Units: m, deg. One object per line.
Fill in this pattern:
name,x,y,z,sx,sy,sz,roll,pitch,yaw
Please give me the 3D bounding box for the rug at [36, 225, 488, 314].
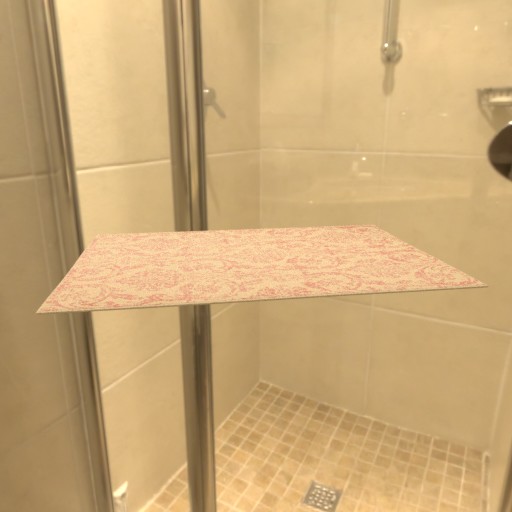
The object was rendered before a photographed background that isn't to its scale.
rug,0.000,0.000,3.504,2.746,0.018,1.819,-3,17,-9
